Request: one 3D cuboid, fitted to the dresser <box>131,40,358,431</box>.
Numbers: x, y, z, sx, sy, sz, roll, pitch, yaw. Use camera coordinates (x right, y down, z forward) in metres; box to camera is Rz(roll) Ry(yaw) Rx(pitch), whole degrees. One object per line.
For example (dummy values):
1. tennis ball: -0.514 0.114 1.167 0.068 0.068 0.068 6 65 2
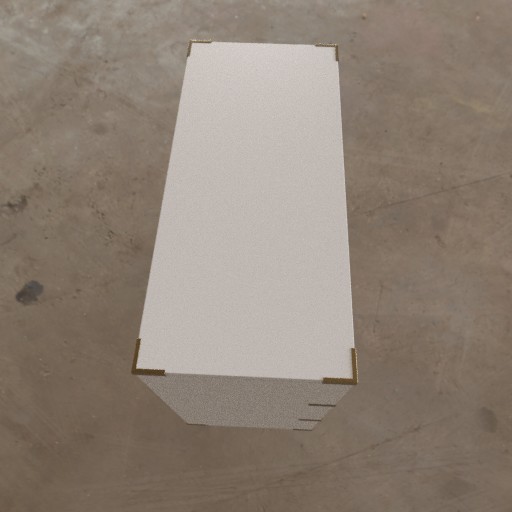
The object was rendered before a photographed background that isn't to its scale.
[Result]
1. dresser: 0.000 0.000 1.523 0.460 0.891 1.022 2 62 1
